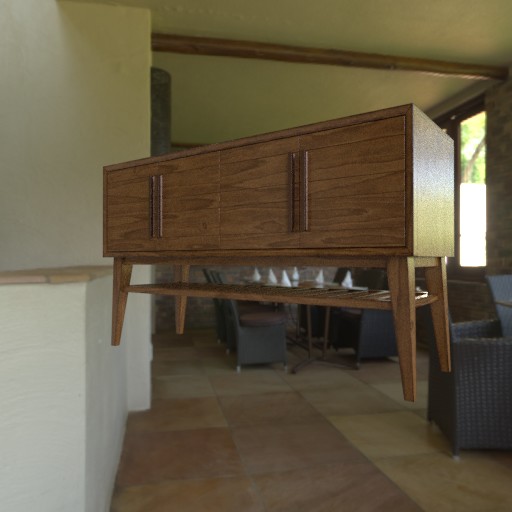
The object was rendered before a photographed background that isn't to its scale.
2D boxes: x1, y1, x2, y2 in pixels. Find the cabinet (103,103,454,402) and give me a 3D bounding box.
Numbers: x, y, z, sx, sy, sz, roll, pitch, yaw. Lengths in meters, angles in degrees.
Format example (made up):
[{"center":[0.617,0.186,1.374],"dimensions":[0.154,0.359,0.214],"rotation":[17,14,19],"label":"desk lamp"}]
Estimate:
[{"center":[0.000,0.000,1.756],"dimensions":[1.363,0.802,0.477],"rotation":[0,-1,36],"label":"cabinet"}]
